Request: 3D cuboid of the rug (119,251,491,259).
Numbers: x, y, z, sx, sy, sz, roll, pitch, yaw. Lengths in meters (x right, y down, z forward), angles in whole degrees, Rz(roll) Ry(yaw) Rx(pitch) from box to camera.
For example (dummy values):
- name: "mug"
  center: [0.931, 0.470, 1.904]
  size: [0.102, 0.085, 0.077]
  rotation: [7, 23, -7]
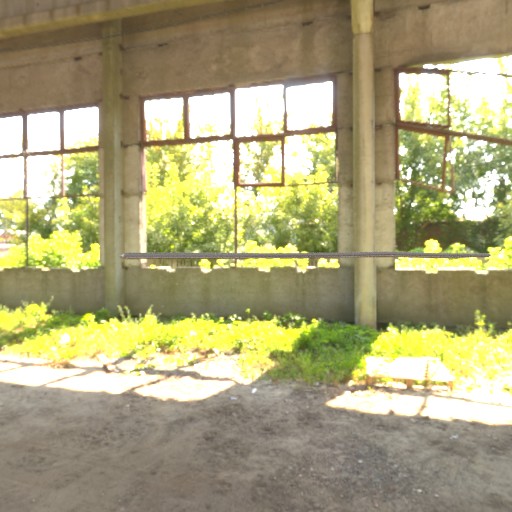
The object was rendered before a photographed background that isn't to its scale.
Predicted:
- name: "rug"
  center: [0.000, 0.000, 4.076]
  size: [2.399, 0.054, 3.011]
  rotation: [0, 0, -17]
